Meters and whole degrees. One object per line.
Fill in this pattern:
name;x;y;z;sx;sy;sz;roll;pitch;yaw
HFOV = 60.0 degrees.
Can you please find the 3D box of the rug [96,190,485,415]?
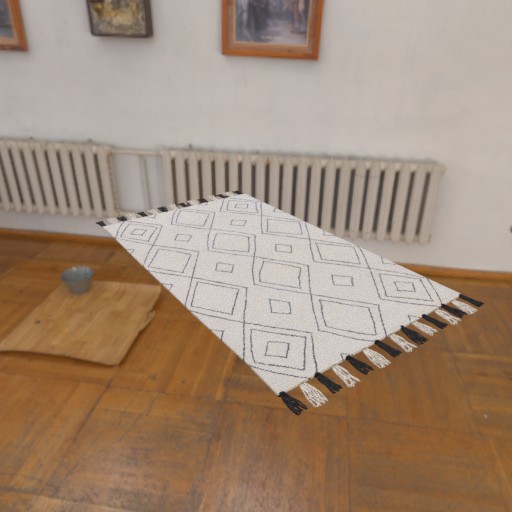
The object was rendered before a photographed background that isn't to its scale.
rug;0.000;0.000;3.317;1.524;0.021;2.755;-18;32;-32
